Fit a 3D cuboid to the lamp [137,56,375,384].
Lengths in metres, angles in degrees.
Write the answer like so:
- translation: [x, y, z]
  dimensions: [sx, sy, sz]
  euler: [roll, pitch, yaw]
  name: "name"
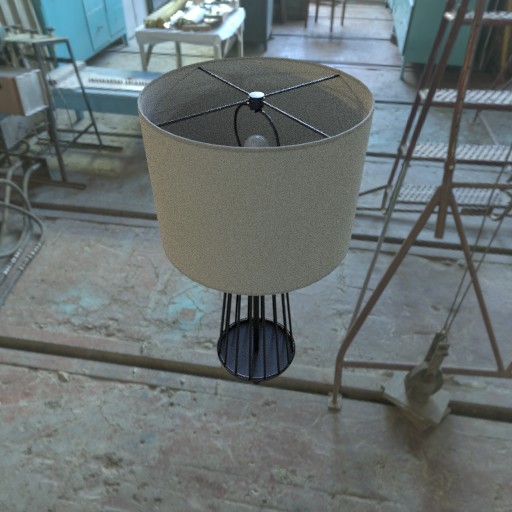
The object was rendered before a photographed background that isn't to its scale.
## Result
- translation: [0.000, 0.000, 0.805]
  dimensions: [0.322, 0.593, 0.322]
  euler: [-25, 47, -26]
  name: "lamp"
